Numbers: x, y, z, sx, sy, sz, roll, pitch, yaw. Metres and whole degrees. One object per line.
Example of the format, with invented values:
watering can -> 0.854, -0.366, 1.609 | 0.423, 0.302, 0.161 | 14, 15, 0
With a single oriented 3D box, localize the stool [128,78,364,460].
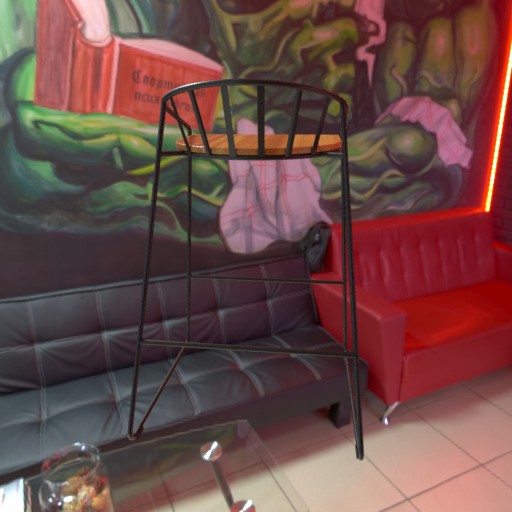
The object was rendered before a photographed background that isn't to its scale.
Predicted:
stool -> 0.000, 0.000, 1.136 | 0.546, 0.812, 0.521 | 2, 17, 7
